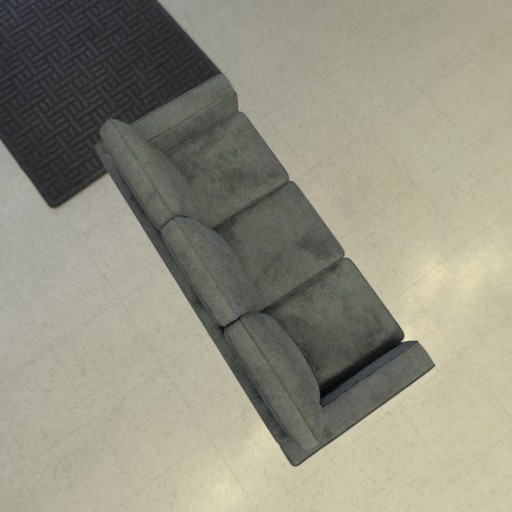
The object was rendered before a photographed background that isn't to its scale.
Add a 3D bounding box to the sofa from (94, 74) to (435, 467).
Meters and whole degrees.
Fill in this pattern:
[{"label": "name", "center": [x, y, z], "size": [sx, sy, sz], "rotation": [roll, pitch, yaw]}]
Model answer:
[{"label": "sofa", "center": [0.000, 0.000, 2.643], "size": [0.939, 0.965, 2.133], "rotation": [-33, 78, -8]}]
